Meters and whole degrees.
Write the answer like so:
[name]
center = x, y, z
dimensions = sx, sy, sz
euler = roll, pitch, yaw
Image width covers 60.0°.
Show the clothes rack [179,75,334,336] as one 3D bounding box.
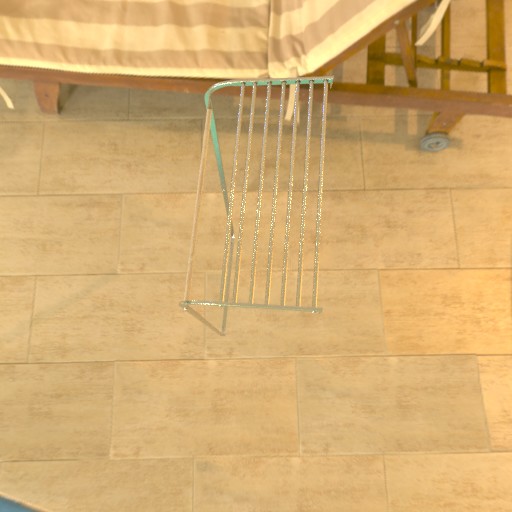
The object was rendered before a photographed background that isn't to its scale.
[clothes rack]
center = 0.000, 0.000, 1.831
dimensions = 0.349, 1.574, 0.609
euler = 5, 77, 1
